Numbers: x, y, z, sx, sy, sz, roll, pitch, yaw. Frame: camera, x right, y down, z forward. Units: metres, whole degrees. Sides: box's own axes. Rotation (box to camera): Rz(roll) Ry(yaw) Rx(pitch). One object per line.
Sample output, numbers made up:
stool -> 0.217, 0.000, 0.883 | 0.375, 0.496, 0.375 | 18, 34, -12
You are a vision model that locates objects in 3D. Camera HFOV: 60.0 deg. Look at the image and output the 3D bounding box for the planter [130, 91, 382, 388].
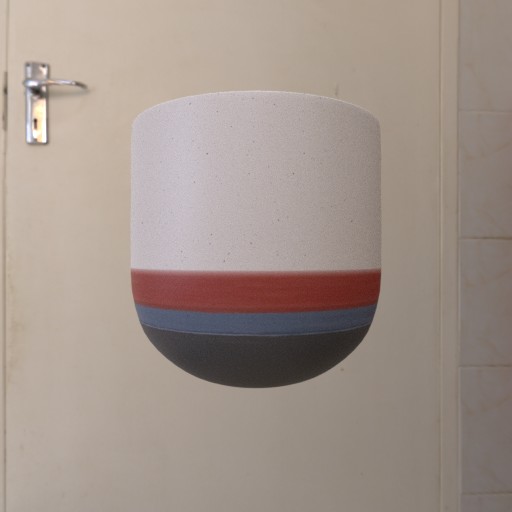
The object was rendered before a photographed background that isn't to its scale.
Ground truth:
planter -> 0.000, 0.000, 0.493 | 0.268, 0.270, 0.268 | 0, 0, 0
